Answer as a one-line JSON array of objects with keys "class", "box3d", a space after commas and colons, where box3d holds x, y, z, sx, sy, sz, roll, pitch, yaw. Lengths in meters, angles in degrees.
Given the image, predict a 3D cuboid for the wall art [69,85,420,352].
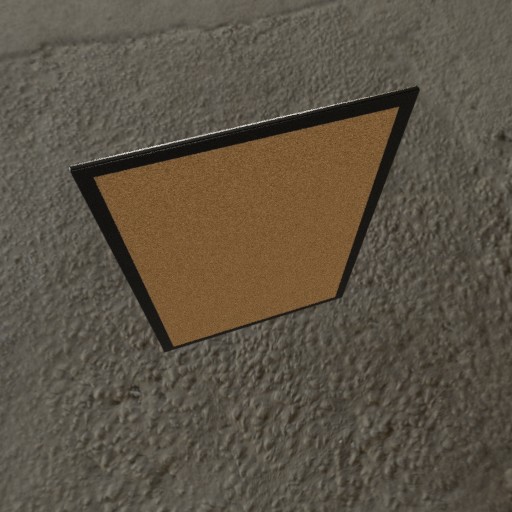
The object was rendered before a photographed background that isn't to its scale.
[{"class": "wall art", "box3d": [0.000, 0.000, 1.267, 0.707, 0.967, 0.013, -16, 60, -9]}]
